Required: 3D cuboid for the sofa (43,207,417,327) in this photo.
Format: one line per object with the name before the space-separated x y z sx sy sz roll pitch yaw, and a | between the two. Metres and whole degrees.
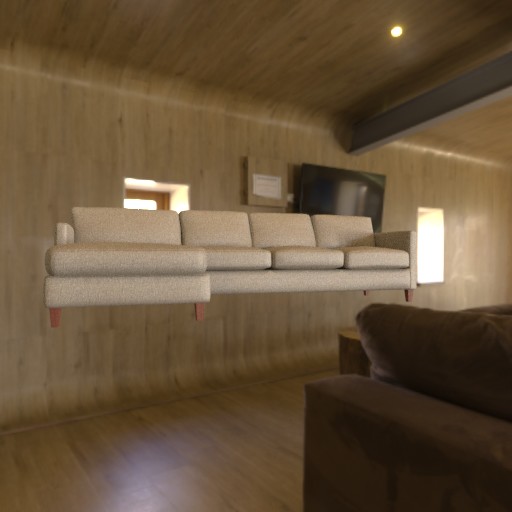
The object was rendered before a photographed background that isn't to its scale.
sofa | 0.000 0.000 3.820 3.201 0.876 1.502 0 0 -19
